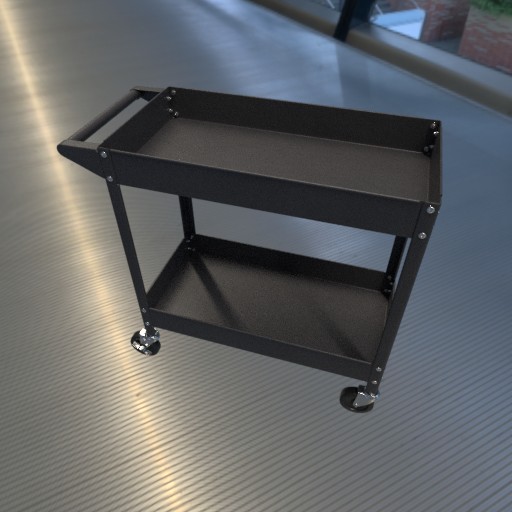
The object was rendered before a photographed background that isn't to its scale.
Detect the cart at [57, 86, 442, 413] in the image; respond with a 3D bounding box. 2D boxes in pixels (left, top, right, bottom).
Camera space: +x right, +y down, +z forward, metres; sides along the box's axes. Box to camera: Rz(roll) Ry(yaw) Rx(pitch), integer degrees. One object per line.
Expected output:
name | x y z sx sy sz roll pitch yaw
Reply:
cart | 0.000 0.000 1.186 0.779 0.719 0.366 12 43 13
